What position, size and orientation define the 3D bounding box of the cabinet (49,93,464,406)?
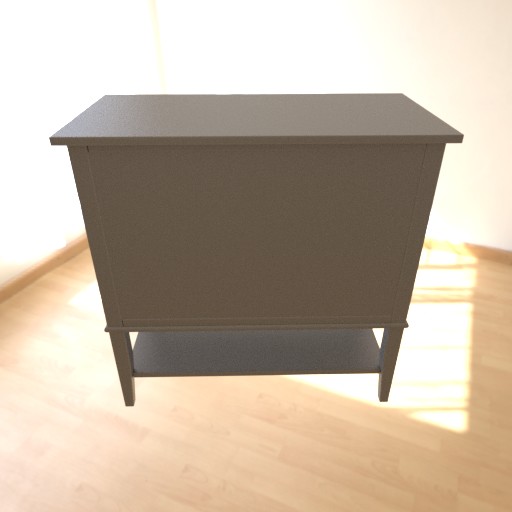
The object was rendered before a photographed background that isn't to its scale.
[{"bbox_3d":[0.000,0.000,1.224,0.801,0.780,0.396,-1,31,-1],"label":"cabinet"}]
